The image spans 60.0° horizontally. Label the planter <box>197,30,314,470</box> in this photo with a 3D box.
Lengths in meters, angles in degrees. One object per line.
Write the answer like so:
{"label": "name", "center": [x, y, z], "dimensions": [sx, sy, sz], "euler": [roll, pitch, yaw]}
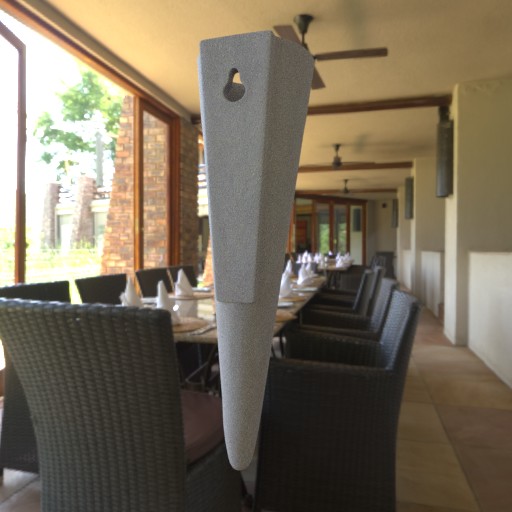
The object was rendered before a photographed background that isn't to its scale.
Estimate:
{"label": "planter", "center": [0.000, 0.000, 0.301], "dimensions": [0.078, 0.259, 0.087], "euler": [0, 1, 17]}
